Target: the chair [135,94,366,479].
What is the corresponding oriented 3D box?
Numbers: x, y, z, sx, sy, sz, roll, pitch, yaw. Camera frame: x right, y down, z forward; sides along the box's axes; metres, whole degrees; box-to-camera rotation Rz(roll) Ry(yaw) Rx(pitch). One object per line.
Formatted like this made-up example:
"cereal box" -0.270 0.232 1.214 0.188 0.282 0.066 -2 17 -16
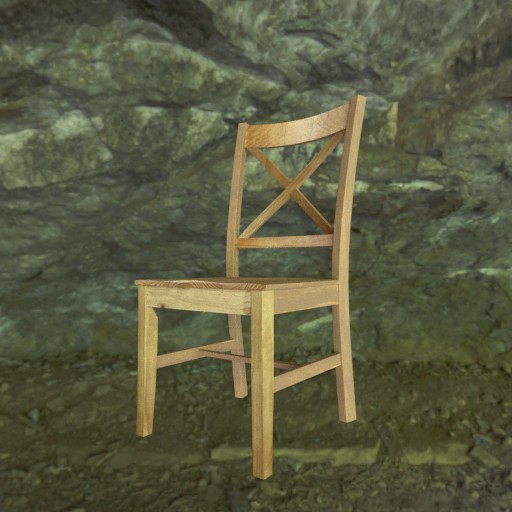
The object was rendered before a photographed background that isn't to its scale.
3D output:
"chair" 0.000 0.000 1.307 0.485 0.983 0.542 -1 -1 36
